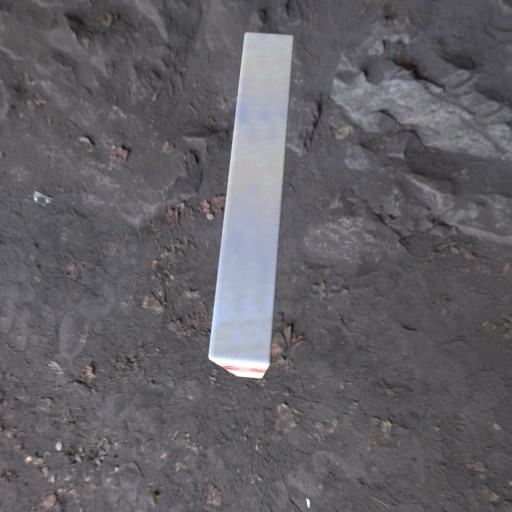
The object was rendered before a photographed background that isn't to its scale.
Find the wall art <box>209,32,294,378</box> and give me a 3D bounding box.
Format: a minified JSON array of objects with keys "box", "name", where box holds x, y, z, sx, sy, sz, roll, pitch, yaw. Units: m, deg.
[{"box":[0.000,0.000,0.491,0.039,0.380,0.251,5,73,1],"name":"wall art"}]
